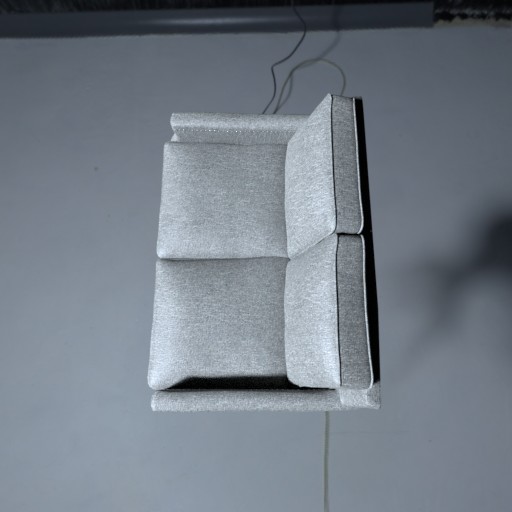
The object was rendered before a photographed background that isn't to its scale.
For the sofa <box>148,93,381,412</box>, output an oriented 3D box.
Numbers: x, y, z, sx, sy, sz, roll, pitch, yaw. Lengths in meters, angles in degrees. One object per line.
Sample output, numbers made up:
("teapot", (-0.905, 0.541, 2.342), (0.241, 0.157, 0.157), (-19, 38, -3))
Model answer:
("sofa", (0.000, 0.000, 2.379), (1.084, 1.003, 1.597), (1, 75, 0))
